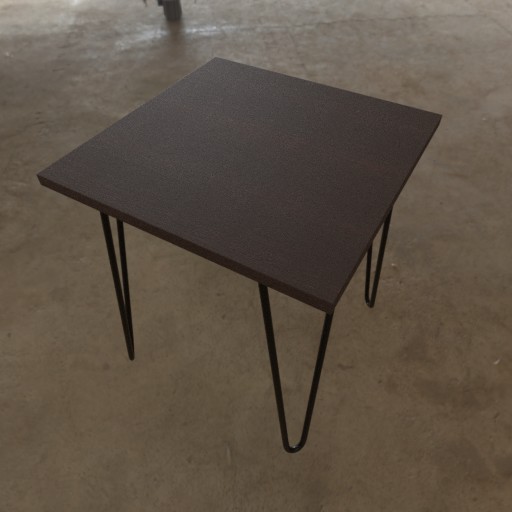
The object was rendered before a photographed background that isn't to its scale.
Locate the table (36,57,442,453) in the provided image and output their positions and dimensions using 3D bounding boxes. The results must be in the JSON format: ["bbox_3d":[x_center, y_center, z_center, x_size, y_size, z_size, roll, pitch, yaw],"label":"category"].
[{"bbox_3d":[0.000,0.000,0.947,0.495,0.559,0.495,23,51,20],"label":"table"}]
